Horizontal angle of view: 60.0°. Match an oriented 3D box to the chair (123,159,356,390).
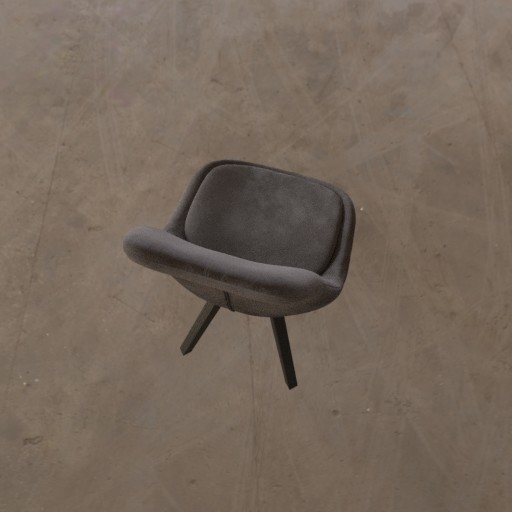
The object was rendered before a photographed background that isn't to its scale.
[{"bbox_3d":[0.000,0.000,1.180,0.476,0.850,0.550,16,63,8],"label":"chair"}]
